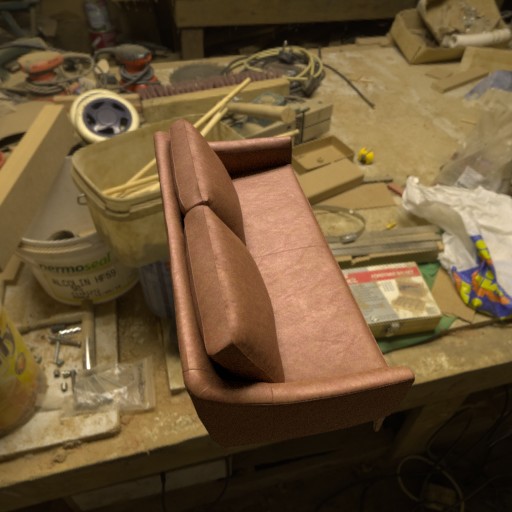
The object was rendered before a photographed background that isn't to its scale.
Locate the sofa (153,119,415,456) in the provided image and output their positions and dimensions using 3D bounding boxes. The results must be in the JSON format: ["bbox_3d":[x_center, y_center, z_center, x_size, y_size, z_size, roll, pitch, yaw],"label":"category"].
[{"bbox_3d":[0.000,0.000,2.615,0.981,0.945,2.036,-9,47,-9],"label":"sofa"}]
